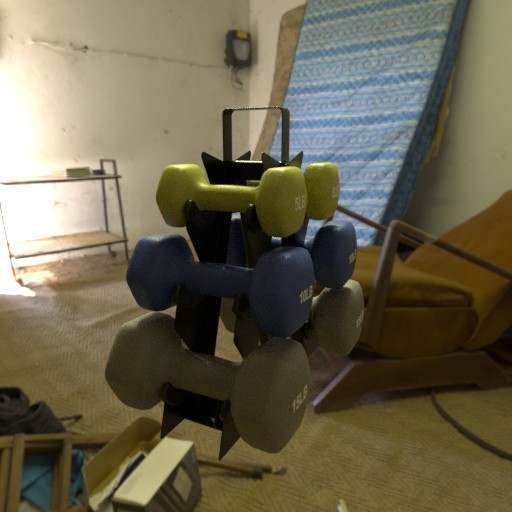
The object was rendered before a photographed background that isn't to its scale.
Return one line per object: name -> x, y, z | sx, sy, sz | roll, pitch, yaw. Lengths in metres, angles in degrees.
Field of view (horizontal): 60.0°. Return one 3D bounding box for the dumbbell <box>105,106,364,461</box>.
dumbbell -> 0.000, 0.000, 0.673 | 0.261, 0.426, 0.416 | 7, 16, 26
